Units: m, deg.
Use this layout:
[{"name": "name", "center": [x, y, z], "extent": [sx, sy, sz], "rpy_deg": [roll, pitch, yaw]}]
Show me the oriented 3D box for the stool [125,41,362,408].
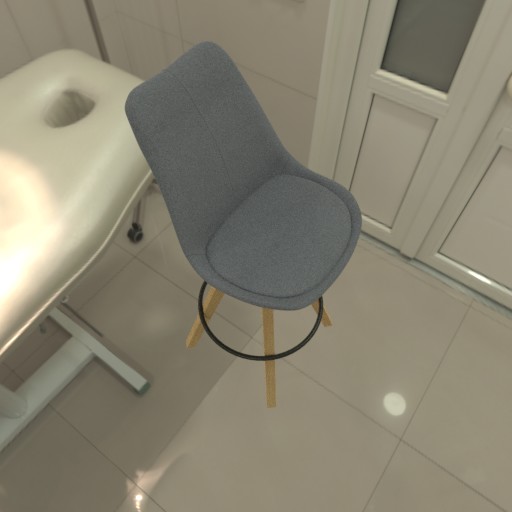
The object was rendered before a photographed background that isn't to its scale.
[{"name": "stool", "center": [0.000, 0.000, 1.395], "extent": [0.550, 1.115, 0.485], "rpy_deg": [31, 62, 19]}]
